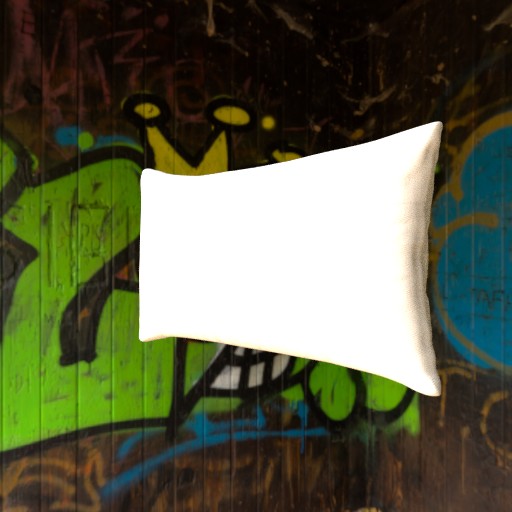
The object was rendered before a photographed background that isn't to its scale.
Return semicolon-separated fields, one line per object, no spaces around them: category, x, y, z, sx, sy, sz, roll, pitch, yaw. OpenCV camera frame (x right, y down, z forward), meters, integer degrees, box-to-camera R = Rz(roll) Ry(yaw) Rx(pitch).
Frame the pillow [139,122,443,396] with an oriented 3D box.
pillow;0.000;0.000;0.634;0.506;0.305;0.139;0;0;37
